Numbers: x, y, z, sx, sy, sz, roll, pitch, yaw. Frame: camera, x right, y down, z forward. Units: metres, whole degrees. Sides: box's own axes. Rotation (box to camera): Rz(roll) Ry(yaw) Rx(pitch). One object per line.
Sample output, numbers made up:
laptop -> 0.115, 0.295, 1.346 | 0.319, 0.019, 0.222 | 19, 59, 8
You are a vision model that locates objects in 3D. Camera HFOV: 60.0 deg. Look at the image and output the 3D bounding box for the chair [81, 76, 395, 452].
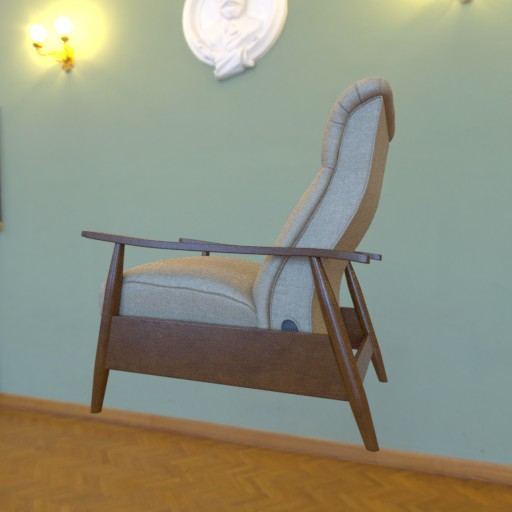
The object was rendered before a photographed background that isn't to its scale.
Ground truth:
chair -> 0.000, 0.000, 1.724 | 1.030, 1.082, 0.762 | 0, 0, 18
